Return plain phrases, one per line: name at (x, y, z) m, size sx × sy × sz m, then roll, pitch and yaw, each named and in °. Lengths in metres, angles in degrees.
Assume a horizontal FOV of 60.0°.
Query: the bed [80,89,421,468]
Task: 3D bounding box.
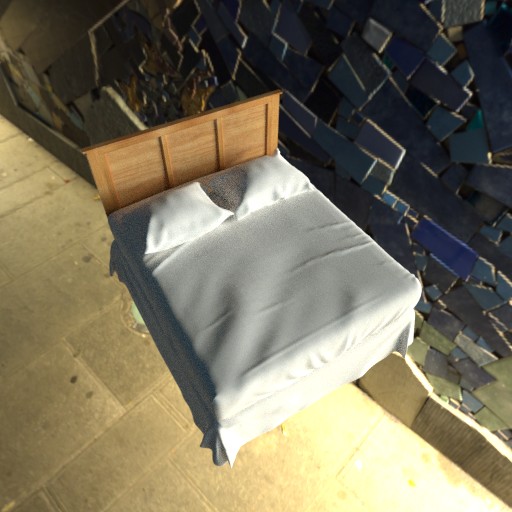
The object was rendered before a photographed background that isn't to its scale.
bed at (0.000, 0.000, 3.256) m, size 1.870 × 1.273 × 2.035 m, roll -24°, pitch 52°, yaw -21°
